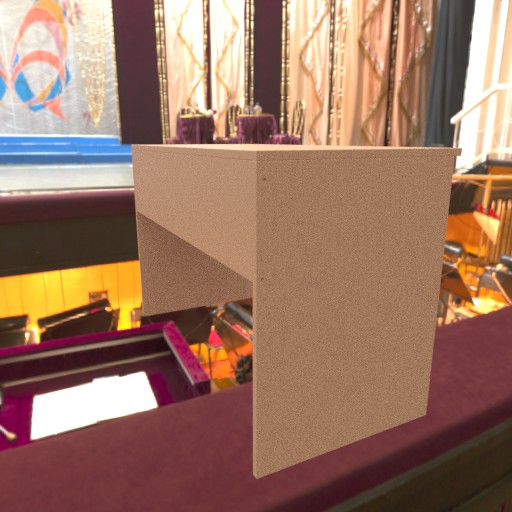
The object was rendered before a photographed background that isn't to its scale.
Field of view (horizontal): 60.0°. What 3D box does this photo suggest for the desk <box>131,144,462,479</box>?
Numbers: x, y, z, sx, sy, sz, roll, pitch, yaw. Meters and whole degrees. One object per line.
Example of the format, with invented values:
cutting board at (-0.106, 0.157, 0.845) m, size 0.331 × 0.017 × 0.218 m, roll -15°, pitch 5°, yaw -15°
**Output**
desk at (0.000, 0.000, 1.515) m, size 0.560 × 0.730 × 1.100 m, roll -7°, pitch 16°, yaw -26°
